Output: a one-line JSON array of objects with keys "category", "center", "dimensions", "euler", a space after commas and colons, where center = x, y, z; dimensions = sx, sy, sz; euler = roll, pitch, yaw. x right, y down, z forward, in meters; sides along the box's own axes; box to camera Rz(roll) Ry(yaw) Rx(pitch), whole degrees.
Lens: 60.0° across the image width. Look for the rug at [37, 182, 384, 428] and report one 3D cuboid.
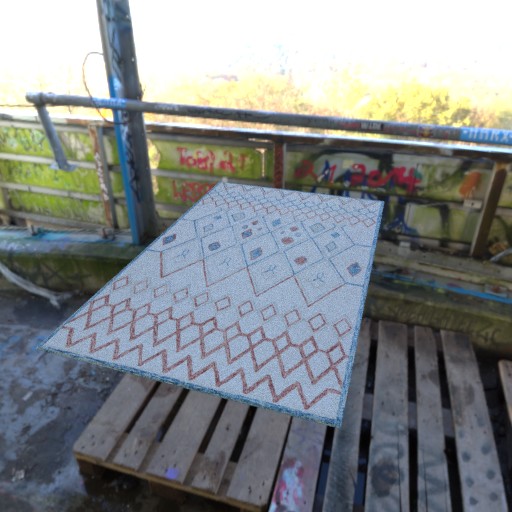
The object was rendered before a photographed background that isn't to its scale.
[{"category": "rug", "center": [0.000, 0.000, 3.016], "dimensions": [1.524, 0.015, 2.438], "euler": [9, 32, 16]}]
